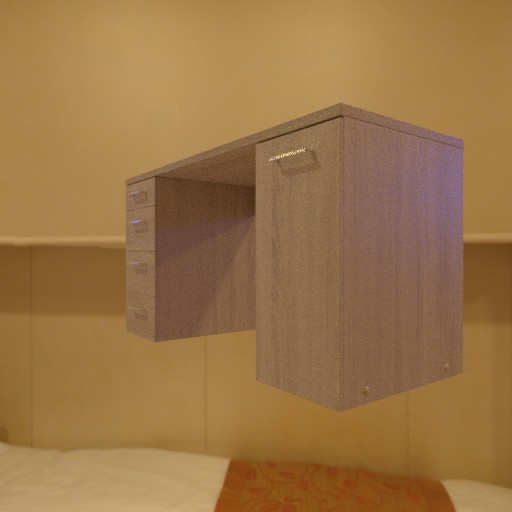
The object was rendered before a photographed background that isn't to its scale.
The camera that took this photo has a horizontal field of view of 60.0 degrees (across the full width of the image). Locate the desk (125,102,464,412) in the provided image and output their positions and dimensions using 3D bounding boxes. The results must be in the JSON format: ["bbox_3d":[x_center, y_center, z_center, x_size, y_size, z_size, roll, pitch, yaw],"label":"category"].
[{"bbox_3d":[0.000,0.000,1.772,0.600,0.740,1.390,0,0,-37],"label":"desk"}]
